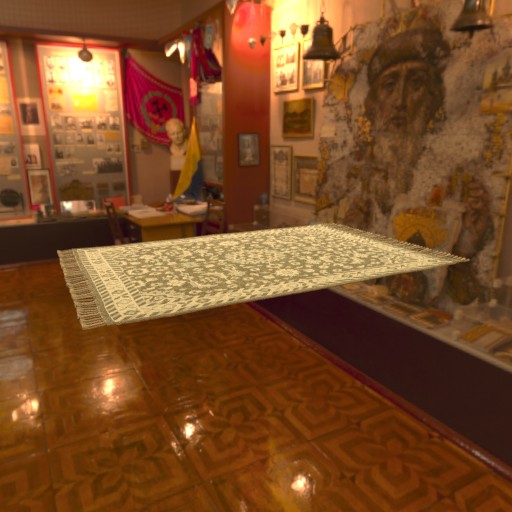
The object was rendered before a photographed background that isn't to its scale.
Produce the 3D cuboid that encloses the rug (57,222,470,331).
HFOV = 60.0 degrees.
[{"bbox_3d":[0.000,0.000,3.047,2.431,0.025,1.530,-8,17,-26],"label":"rug"}]
